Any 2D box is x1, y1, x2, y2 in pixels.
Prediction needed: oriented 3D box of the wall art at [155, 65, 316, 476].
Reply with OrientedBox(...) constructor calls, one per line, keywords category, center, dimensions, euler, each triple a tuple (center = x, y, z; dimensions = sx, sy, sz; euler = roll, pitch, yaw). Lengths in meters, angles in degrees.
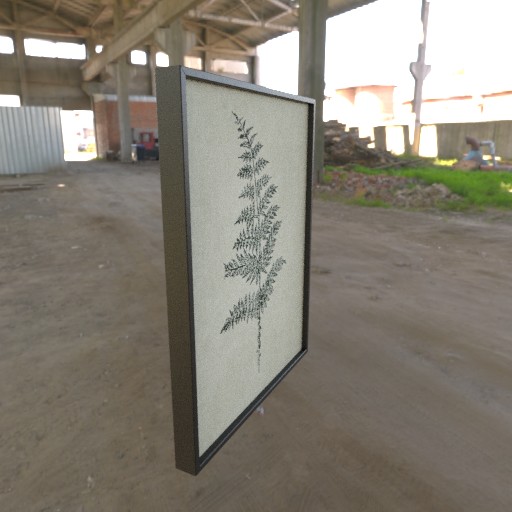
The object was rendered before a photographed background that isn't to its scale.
OrientedBox(category="wall art", center=(0.000, 0.000, 0.777), dimensions=(0.039, 0.555, 0.449), euler=(7, 16, 27))
